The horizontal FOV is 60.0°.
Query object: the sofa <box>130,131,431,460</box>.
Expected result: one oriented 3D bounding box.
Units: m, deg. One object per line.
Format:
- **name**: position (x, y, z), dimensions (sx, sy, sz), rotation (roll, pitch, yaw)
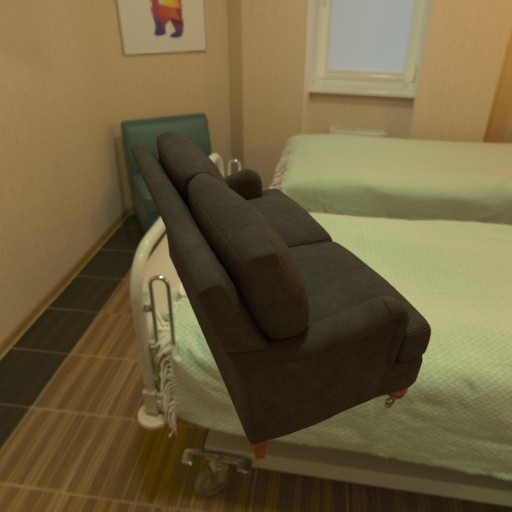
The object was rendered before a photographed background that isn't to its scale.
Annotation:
- **sofa**: position (0.000, 0.000, 2.562), dimensions (1.084, 1.101, 1.853), rotation (-11, 32, -18)
